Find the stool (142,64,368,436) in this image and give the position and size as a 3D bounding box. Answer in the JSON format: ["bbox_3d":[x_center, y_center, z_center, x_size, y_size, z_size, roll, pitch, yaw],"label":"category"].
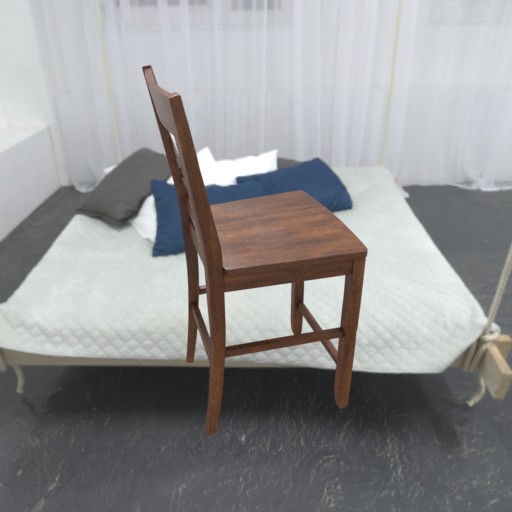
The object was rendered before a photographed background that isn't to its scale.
[{"bbox_3d":[0.000,0.000,1.391,0.539,1.079,0.462,-10,32,-16],"label":"stool"}]
